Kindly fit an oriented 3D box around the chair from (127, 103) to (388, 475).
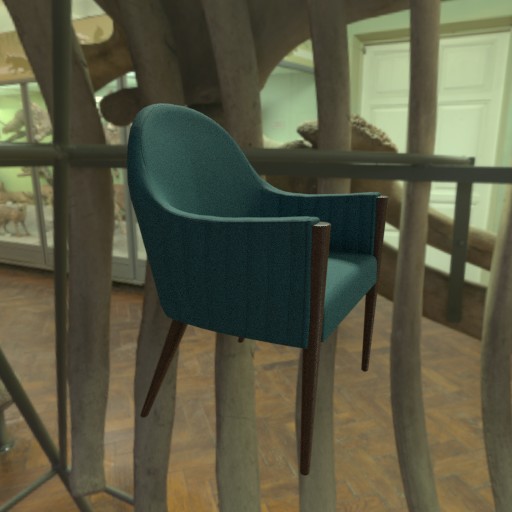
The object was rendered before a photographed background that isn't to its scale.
[{"bbox_3d":[0.000,0.000,1.356,0.652,0.907,0.656,7,16,27],"label":"chair"}]
